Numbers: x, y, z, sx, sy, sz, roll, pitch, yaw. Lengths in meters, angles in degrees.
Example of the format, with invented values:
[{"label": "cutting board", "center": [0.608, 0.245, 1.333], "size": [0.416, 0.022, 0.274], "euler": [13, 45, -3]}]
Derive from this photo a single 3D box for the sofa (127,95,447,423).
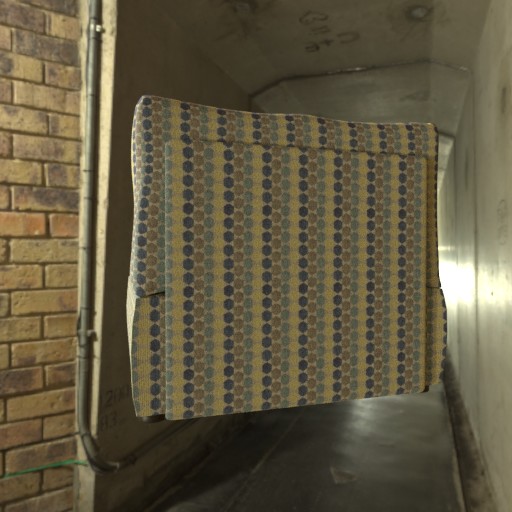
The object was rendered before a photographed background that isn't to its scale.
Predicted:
[{"label": "sofa", "center": [0.000, 0.000, 1.668], "size": [0.930, 0.830, 1.000], "euler": [0, 1, -17]}]
